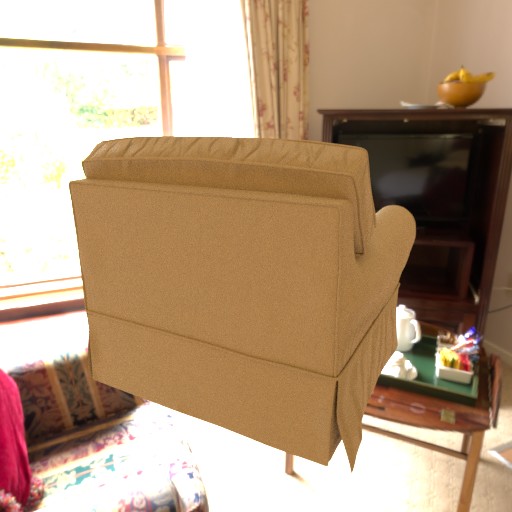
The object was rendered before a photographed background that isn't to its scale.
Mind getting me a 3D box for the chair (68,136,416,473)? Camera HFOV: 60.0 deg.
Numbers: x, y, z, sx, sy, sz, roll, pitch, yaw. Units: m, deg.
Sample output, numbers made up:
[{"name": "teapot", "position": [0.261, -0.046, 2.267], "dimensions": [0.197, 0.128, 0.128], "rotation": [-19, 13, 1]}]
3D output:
[{"name": "chair", "position": [0.000, 0.000, 1.757], "dimensions": [1.096, 0.937, 0.903], "rotation": [9, 19, 27]}]
